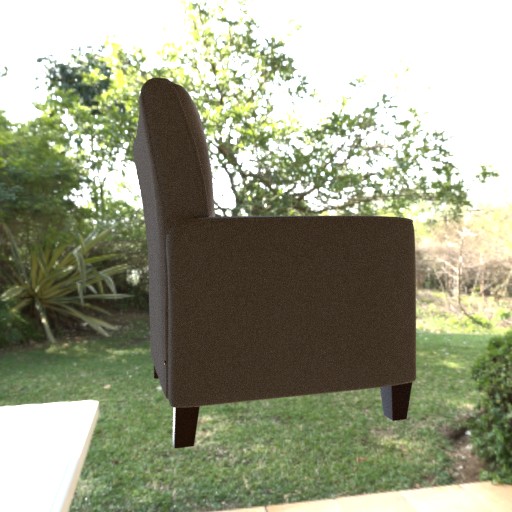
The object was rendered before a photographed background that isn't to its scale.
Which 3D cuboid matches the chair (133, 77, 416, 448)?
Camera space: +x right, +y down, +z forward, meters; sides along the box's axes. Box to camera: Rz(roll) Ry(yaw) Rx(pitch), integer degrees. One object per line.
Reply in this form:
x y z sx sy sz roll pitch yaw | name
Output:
0.000 0.000 1.629 0.859 1.023 0.845 0 0 -17 | chair
